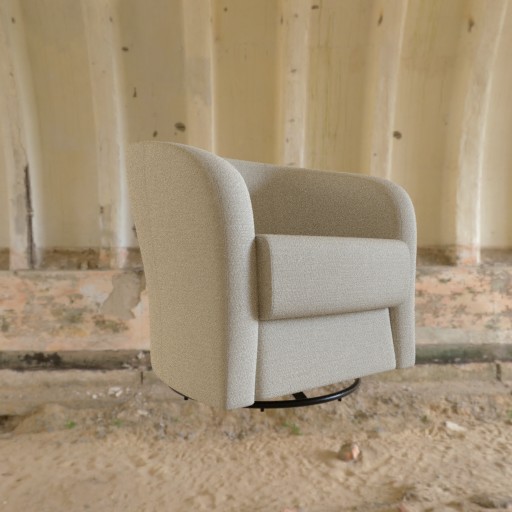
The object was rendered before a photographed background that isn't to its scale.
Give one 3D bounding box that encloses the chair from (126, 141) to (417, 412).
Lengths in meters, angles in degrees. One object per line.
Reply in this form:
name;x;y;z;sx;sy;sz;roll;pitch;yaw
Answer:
chair;0.000;0.000;1.417;0.791;0.771;0.815;0;0;-36
